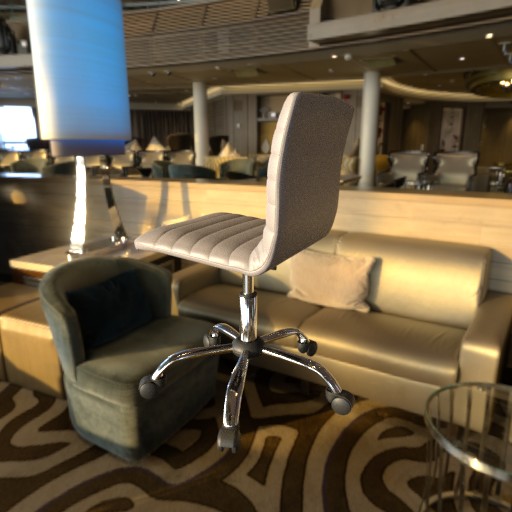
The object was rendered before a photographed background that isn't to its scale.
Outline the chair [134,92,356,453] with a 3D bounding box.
[{"bbox_3d":[0.000,0.000,1.127,0.542,0.750,0.569,7,16,26],"label":"chair"}]
